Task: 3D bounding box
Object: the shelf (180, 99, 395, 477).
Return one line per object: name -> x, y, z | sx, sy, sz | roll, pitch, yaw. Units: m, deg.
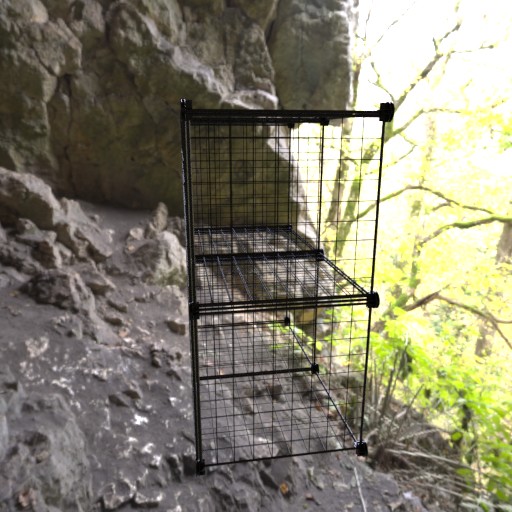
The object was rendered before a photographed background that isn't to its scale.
shelf -> 0.000, 0.000, 1.145 | 0.356, 0.711, 0.711 | -2, 15, -9
